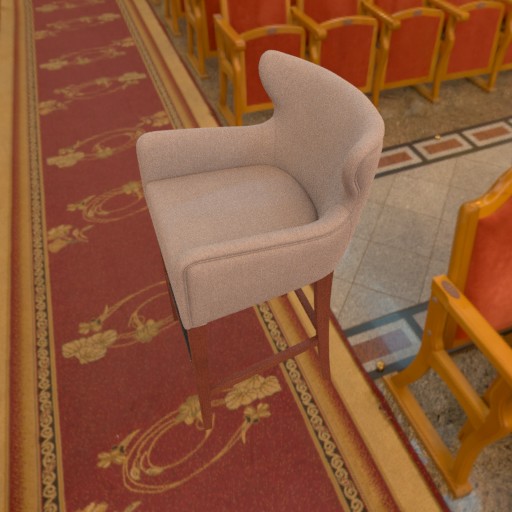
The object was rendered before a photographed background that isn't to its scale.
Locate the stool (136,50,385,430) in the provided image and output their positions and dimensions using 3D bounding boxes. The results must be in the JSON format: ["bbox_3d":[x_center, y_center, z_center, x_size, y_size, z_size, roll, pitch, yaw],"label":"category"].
[{"bbox_3d":[0.000,0.000,1.413,0.575,1.047,0.575,-14,47,-14],"label":"stool"}]
